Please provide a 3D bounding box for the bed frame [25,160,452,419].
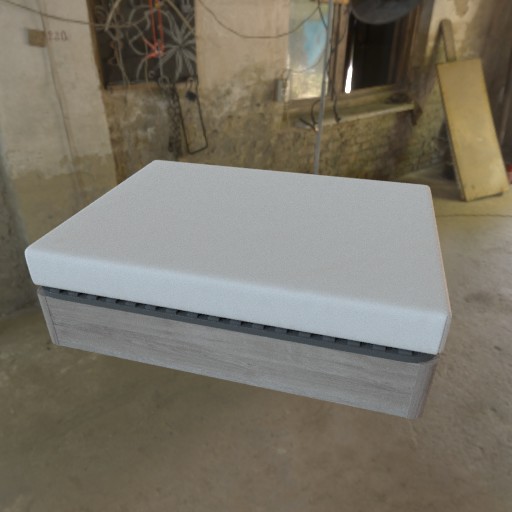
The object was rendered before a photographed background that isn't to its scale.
[{"bbox_3d":[0.000,0.000,2.546,1.900,0.561,1.400,8,31,13],"label":"bed frame"}]
